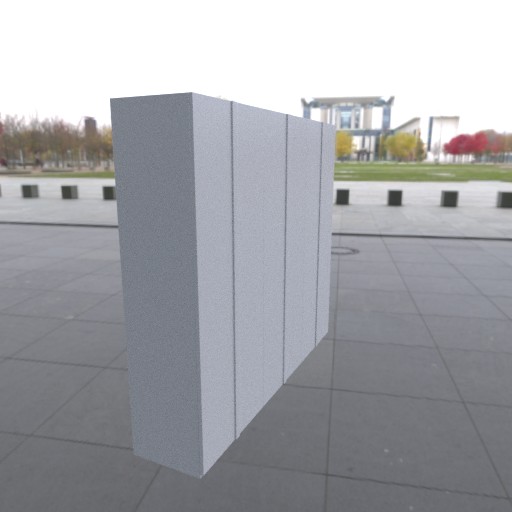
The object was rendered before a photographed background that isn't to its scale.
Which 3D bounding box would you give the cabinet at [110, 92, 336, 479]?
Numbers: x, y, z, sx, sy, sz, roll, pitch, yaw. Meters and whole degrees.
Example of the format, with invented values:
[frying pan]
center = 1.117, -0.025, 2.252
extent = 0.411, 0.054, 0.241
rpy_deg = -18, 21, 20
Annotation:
[cabinet]
center = 0.000, 0.000, 3.907
extent = 0.590, 2.370, 2.700
rpy_deg = 6, 14, 25
